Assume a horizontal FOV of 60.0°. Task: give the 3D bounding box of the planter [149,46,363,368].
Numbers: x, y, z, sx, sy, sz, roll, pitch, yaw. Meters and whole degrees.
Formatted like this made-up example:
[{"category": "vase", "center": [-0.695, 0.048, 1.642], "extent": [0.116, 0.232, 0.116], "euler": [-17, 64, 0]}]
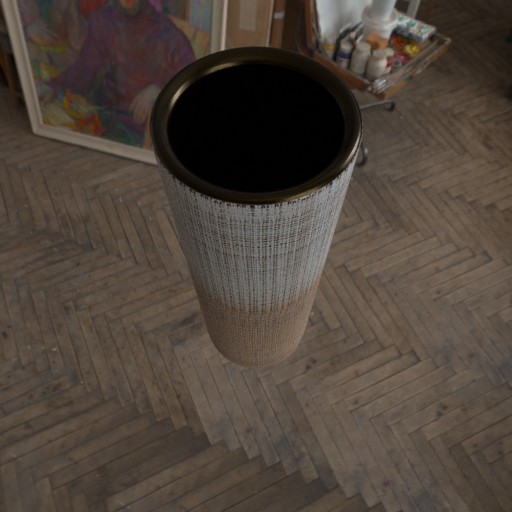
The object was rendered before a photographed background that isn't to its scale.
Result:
[{"category": "planter", "center": [0.000, 0.000, 0.326], "extent": [0.099, 0.278, 0.099], "euler": [-17, 63, -9]}]
